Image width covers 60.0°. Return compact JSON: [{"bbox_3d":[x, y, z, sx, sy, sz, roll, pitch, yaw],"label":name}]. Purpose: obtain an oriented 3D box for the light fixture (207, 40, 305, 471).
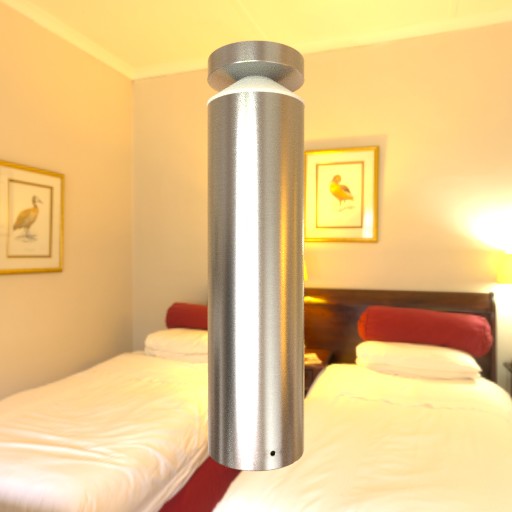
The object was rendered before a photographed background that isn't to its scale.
[{"bbox_3d":[0.000,0.000,0.462,0.102,0.400,0.102,0,0,-18],"label":"light fixture"}]
